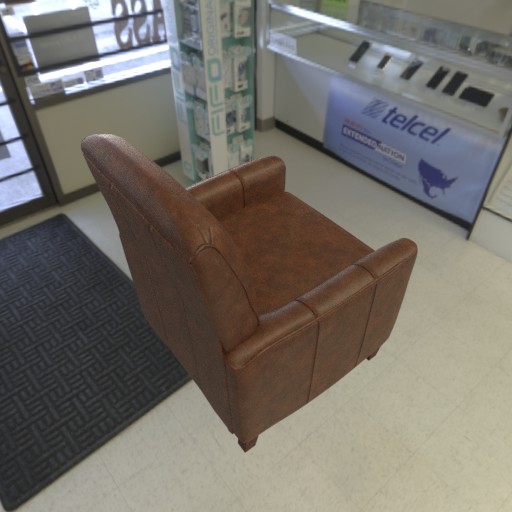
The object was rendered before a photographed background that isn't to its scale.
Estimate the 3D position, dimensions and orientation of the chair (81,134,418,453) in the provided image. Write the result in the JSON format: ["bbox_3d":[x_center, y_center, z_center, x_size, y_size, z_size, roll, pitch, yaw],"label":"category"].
[{"bbox_3d":[0.000,0.000,1.622,0.850,1.010,0.839,-27,48,-27],"label":"chair"}]
